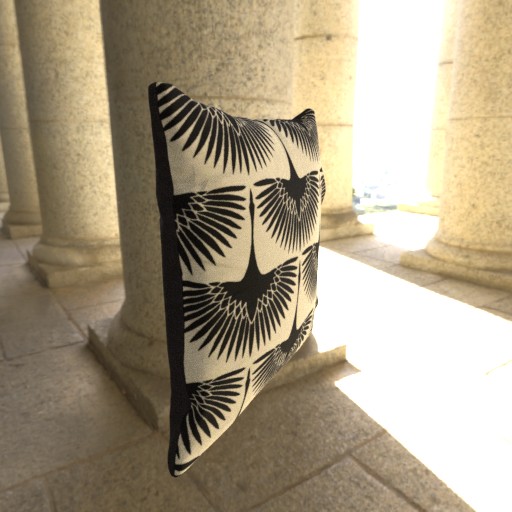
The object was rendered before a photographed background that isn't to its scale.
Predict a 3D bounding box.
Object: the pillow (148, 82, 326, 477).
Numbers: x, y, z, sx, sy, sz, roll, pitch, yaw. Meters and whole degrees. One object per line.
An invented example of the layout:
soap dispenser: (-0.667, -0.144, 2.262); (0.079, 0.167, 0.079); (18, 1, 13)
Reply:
pillow: (0.000, 0.000, 0.645); (0.139, 0.432, 0.432); (7, 16, 25)
